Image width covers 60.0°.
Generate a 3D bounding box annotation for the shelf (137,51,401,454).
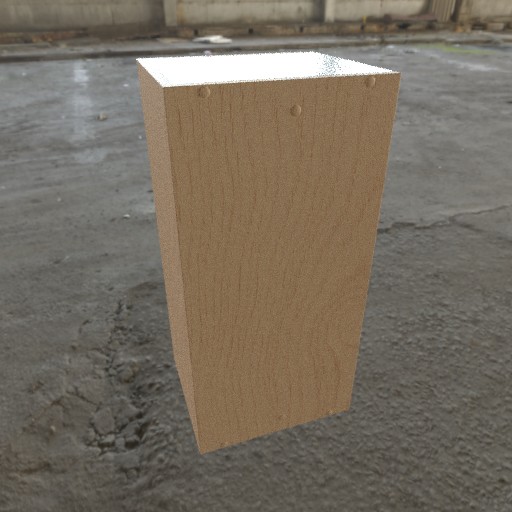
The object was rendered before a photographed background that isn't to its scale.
[{"bbox_3d":[0.000,0.000,0.752,0.290,0.600,0.250,-10,32,-17],"label":"shelf"}]
